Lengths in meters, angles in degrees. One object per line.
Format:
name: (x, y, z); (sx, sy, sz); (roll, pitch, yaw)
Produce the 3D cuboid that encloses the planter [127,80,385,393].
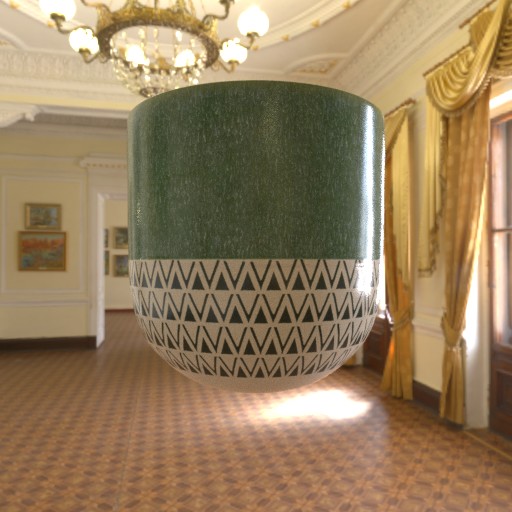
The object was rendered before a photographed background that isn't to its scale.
planter: (0.000, 0.000, 0.474); (0.266, 0.270, 0.266); (0, -1, 0)
